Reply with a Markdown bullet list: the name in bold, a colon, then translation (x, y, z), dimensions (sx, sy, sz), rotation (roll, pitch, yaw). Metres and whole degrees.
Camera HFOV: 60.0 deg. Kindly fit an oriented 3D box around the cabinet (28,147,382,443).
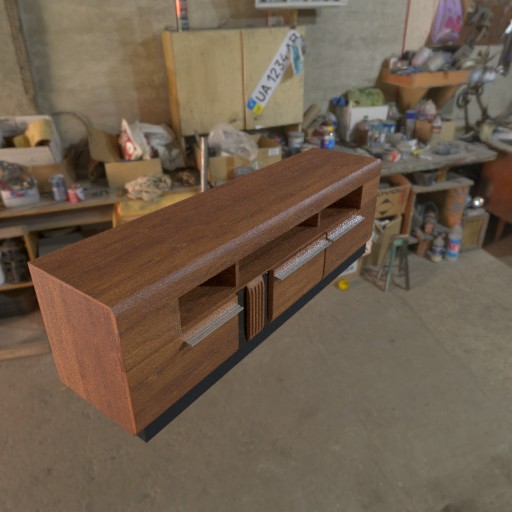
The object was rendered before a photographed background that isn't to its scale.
- **cabinet**: translation (0.000, 0.000, 1.830), dimensions (0.419, 0.510, 1.600), rotation (19, 34, 32)
